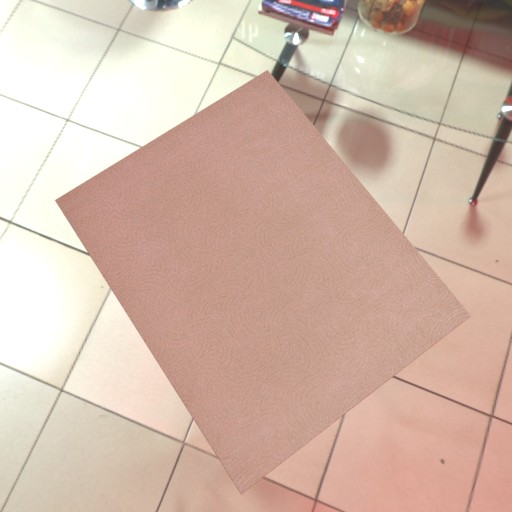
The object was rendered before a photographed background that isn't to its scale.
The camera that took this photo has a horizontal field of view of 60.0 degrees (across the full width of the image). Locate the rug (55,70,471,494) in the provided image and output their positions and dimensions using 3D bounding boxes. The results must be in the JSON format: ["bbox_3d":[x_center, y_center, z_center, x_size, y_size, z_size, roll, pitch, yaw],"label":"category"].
[{"bbox_3d":[0.000,0.000,3.389,2.073,0.011,2.584,-34,78,-8],"label":"rug"}]
